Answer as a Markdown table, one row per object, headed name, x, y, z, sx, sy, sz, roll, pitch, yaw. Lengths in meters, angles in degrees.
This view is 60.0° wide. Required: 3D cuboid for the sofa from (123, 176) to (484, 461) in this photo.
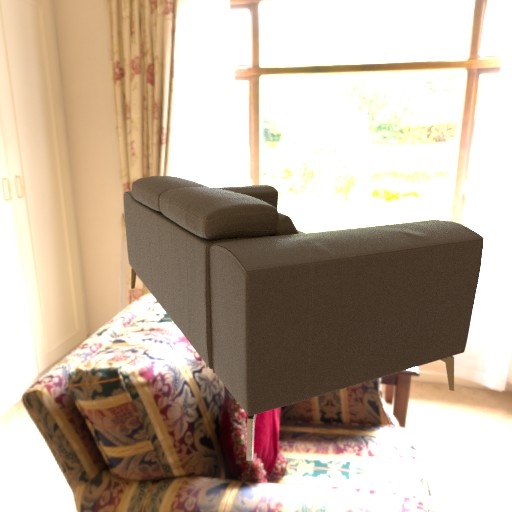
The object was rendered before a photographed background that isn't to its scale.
| name | x | y | z | sx | sy | sz | roll | pitch | yaw |
| --- | --- | --- | --- | --- | --- | --- | --- | --- | --- |
| sofa | 0.000 | 0.000 | 2.294 | 1.003 | 0.779 | 1.895 | -7 | 17 | -25 |
